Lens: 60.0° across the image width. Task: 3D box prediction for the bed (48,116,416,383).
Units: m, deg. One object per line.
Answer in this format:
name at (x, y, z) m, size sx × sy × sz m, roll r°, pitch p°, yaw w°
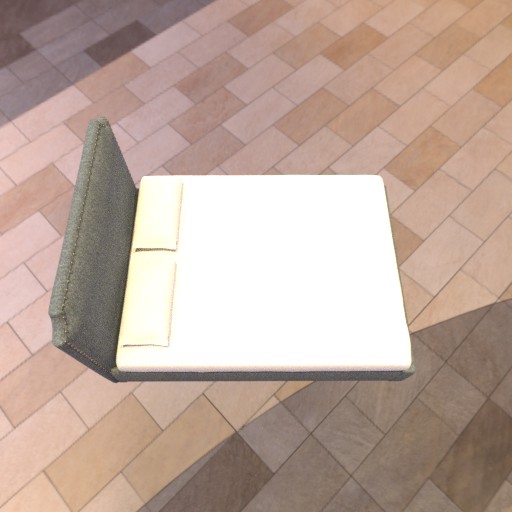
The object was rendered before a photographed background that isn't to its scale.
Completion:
bed at (0.000, 0.000, 3.404) m, size 2.372 × 1.443 × 1.712 m, roll 0°, pitch 64°, yaw 0°
